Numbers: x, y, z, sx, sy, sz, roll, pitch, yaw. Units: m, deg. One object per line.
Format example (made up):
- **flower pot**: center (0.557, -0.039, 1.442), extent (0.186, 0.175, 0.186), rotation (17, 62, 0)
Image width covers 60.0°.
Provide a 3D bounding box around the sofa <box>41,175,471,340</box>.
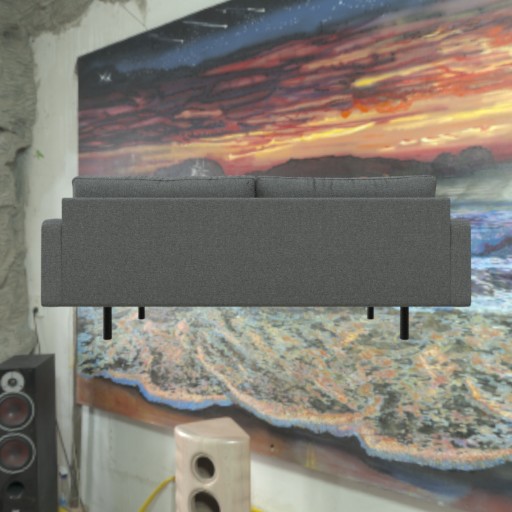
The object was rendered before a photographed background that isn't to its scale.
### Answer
- **sofa**: center (0.000, 0.000, 2.691), extent (2.200, 0.880, 0.880), rotation (0, 1, 0)
